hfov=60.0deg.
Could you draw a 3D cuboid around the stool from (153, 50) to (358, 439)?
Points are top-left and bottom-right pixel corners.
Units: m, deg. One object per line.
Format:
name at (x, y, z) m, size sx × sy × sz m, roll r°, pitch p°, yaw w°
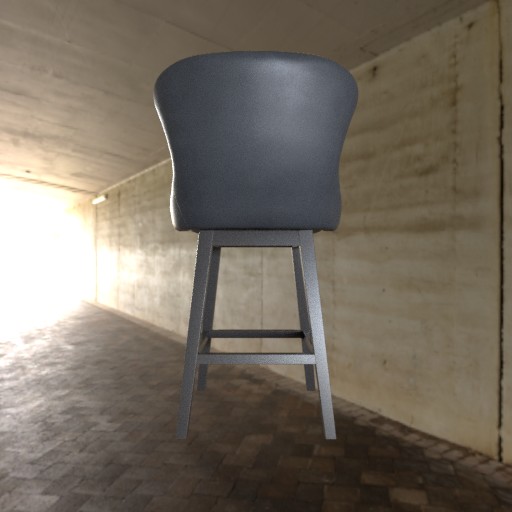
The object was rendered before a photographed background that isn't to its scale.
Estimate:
stool at (0.000, 0.000, 1.322) m, size 0.528 × 0.971 × 0.593 m, roll 0°, pitch 0°, yaw 0°
